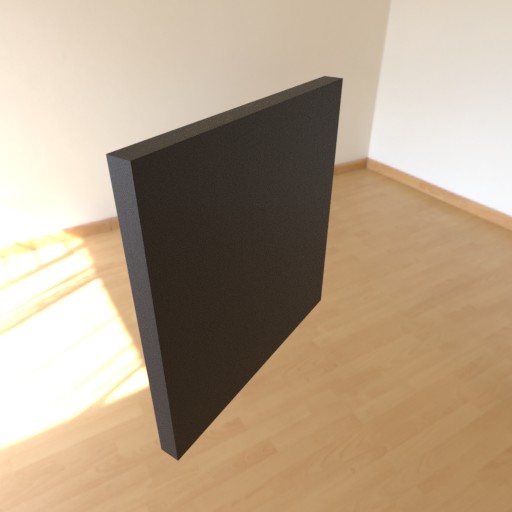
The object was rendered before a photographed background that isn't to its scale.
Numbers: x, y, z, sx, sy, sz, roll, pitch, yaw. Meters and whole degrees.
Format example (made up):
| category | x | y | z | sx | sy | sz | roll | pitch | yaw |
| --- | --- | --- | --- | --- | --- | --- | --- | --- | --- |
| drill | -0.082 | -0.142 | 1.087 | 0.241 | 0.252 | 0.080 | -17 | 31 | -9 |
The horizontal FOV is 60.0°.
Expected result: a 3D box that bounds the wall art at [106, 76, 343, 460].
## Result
| category | x | y | z | sx | sy | sz | roll | pitch | yaw |
| --- | --- | --- | --- | --- | --- | --- | --- | --- | --- |
| wall art | 0.000 | 0.000 | 0.768 | 0.038 | 0.507 | 0.507 | 20 | 38 | 28 |
